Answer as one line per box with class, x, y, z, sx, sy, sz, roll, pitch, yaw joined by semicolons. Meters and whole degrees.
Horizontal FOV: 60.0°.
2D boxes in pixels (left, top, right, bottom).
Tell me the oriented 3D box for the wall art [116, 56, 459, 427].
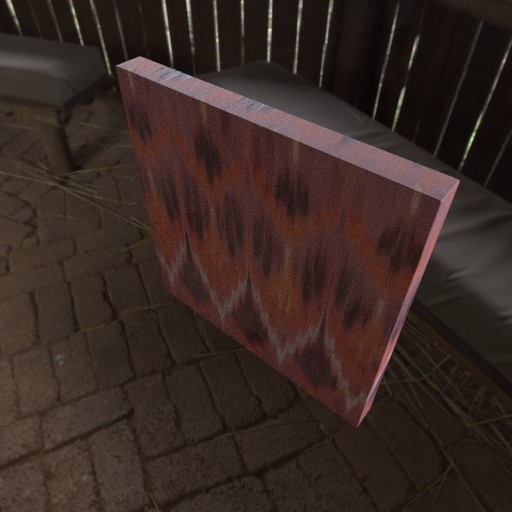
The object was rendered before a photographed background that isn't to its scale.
wall art;0.000;0.000;0.586;0.403;0.406;0.038;31;53;27
